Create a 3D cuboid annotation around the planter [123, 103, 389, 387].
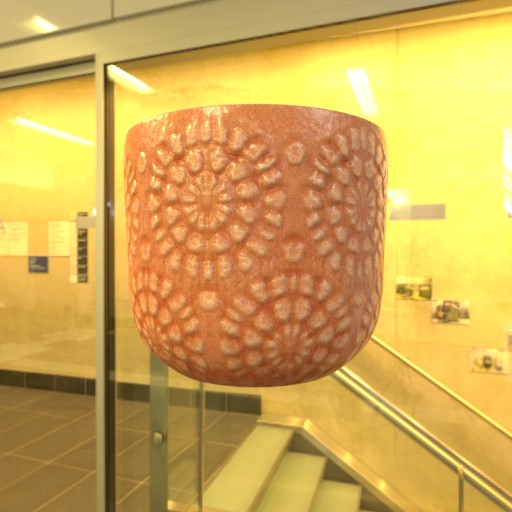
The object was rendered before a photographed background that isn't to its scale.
[{"bbox_3d":[0.000,0.000,0.217,0.124,0.109,0.124,0,1,0],"label":"planter"}]
